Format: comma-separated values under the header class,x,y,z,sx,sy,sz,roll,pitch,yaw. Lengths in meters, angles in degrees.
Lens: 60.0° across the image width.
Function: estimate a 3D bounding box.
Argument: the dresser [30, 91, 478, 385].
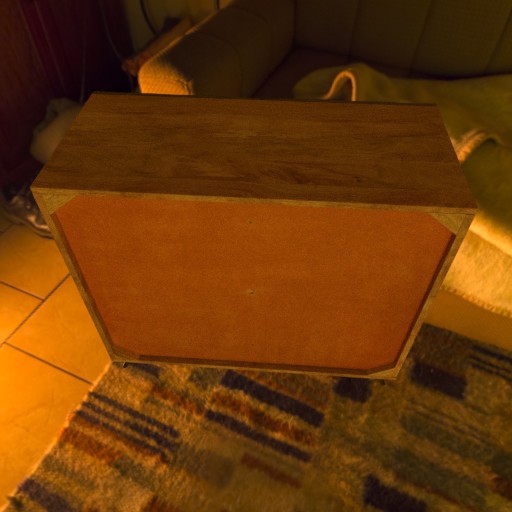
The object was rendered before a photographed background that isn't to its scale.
class,x,y,z,sx,sy,sz,roll,pitch,yaw
dresser,0.000,0.000,1.403,0.967,0.847,0.446,3,47,3
